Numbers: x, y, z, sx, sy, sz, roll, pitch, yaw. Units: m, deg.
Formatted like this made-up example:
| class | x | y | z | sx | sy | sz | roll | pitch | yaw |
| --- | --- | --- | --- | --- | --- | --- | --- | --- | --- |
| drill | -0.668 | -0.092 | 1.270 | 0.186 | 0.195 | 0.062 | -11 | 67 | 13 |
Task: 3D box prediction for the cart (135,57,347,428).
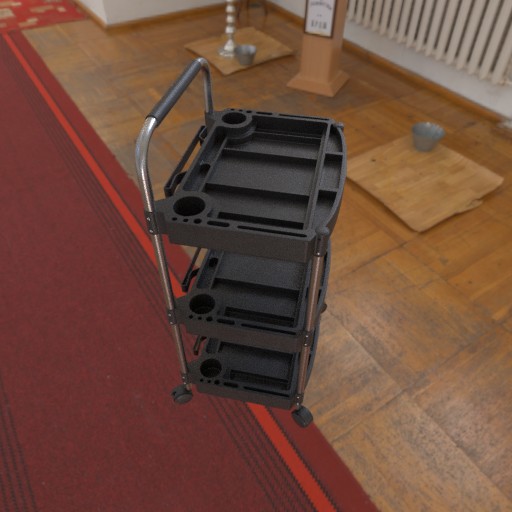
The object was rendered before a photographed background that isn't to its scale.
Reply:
| class | x | y | z | sx | sy | sz | roll | pitch | yaw |
| --- | --- | --- | --- | --- | --- | --- | --- | --- | --- |
| cart | 0.000 | 0.000 | 1.409 | 0.518 | 1.075 | 0.584 | 8 | 45 | 8 |
